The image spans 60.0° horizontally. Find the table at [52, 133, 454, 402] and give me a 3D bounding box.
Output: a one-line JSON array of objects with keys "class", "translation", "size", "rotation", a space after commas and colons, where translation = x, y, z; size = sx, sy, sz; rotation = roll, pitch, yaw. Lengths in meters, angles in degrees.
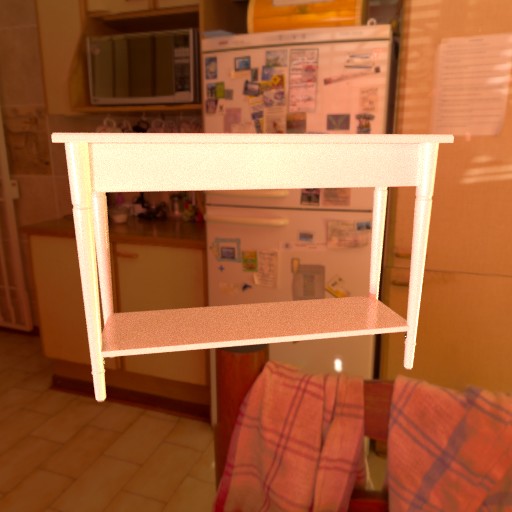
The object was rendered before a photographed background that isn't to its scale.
[{"class": "table", "translation": [0.000, 0.000, 1.425], "size": [1.067, 0.749, 0.381], "rotation": [-3, 14, -11]}]
